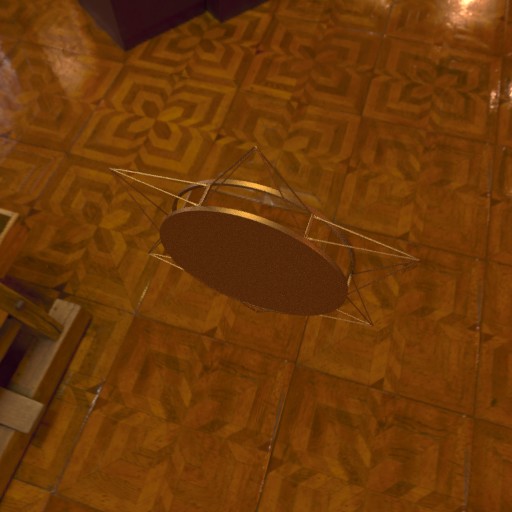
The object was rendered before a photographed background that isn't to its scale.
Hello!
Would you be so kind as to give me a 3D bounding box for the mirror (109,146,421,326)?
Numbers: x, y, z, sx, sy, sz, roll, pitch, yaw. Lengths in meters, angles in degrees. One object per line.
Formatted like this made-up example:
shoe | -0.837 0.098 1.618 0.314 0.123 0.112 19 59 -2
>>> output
mirror | 0.000 0.000 0.798 0.498 0.581 0.062 17 64 9
